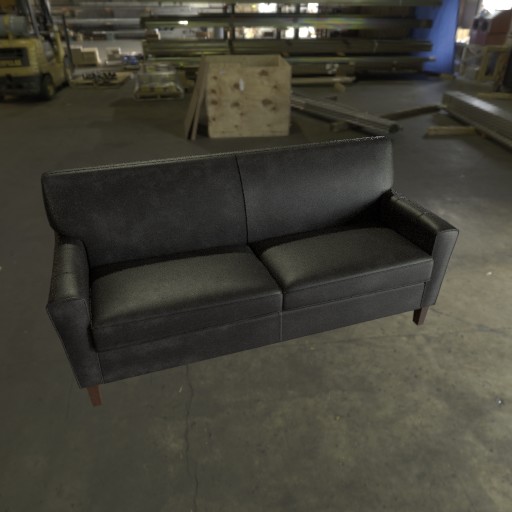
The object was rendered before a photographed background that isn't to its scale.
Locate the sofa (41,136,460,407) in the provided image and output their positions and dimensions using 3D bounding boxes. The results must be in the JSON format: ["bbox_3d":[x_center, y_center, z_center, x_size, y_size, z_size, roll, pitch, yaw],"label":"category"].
[{"bbox_3d":[0.000,0.000,2.444,2.053,0.947,0.805,-10,32,-16],"label":"sofa"}]
